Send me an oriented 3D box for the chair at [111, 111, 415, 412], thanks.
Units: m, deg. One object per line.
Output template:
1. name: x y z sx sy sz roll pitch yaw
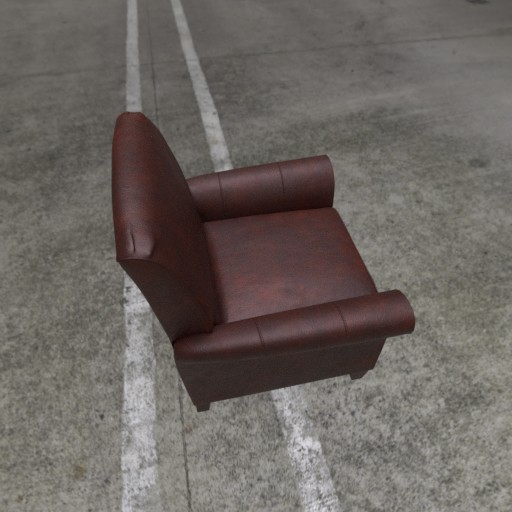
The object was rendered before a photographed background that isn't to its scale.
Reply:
1. chair: 0.000 0.000 1.777 0.902 1.061 0.978 -9 48 -8
